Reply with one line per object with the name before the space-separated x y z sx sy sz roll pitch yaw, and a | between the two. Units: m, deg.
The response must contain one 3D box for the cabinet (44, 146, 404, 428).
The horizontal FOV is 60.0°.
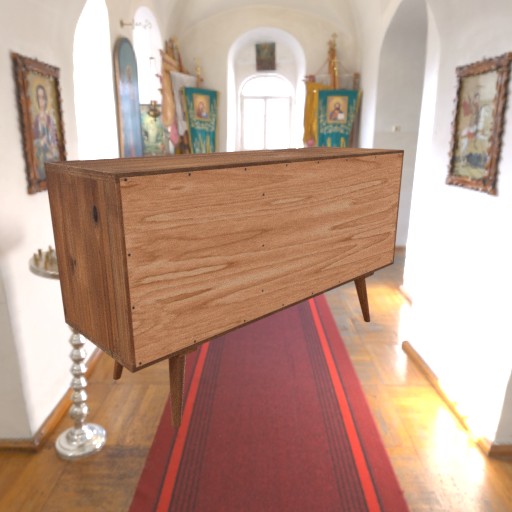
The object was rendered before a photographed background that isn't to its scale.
cabinet | 0.000 0.000 1.792 1.400 0.800 0.472 -16 23 -42
